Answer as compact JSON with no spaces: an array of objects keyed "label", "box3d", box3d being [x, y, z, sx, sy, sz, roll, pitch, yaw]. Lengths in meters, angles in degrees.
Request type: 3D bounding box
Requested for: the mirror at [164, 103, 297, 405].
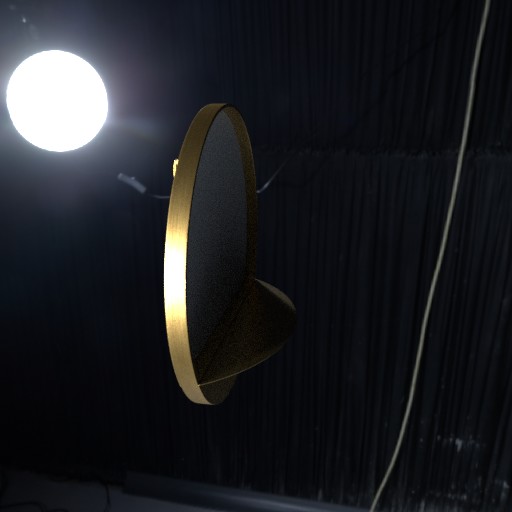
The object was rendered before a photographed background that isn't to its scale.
[{"label":"mirror","box3d":[0.000,0.000,0.703,0.133,0.457,0.457,3,17,10]}]
